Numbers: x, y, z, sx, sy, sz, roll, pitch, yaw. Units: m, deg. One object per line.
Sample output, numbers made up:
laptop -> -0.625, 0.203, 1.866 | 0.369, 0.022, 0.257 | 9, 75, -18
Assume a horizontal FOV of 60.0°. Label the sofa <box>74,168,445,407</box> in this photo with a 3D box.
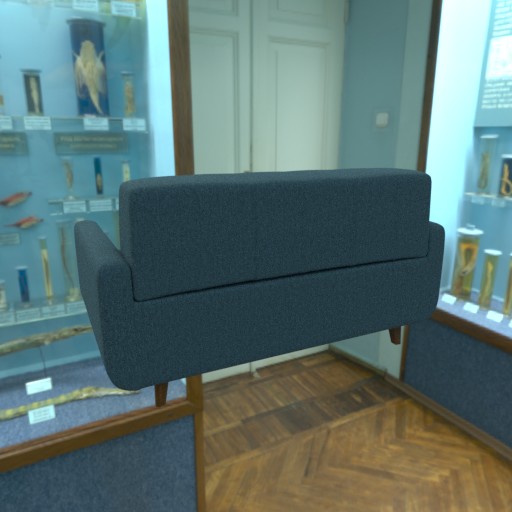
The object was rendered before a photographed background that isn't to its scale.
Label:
sofa -> 0.000, 0.000, 2.272 | 1.651, 0.896, 0.942 | -7, 17, -25
